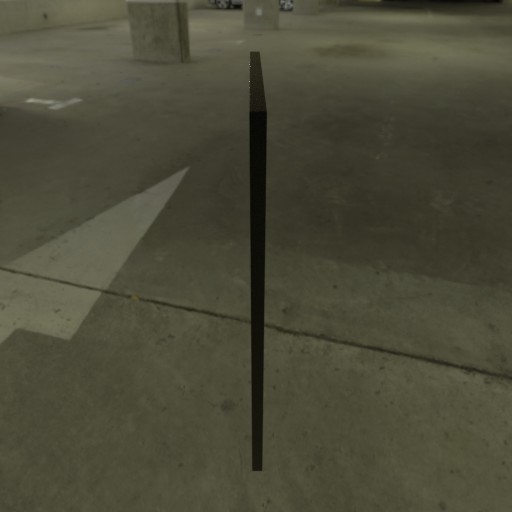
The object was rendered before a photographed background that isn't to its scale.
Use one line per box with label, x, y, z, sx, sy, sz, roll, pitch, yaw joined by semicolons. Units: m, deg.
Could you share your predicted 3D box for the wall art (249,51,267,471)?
wall art;0.000;0.000;0.557;0.013;0.432;0.304;0;32;0
